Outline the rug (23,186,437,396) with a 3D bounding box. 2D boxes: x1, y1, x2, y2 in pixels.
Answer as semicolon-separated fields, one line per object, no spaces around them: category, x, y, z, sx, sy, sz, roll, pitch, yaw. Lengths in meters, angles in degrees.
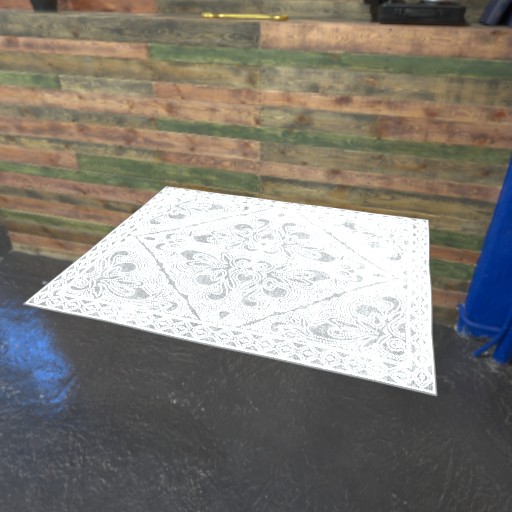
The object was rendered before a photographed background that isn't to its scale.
rug;0.000;0.000;4.026;3.048;0.012;2.438;10;33;15
